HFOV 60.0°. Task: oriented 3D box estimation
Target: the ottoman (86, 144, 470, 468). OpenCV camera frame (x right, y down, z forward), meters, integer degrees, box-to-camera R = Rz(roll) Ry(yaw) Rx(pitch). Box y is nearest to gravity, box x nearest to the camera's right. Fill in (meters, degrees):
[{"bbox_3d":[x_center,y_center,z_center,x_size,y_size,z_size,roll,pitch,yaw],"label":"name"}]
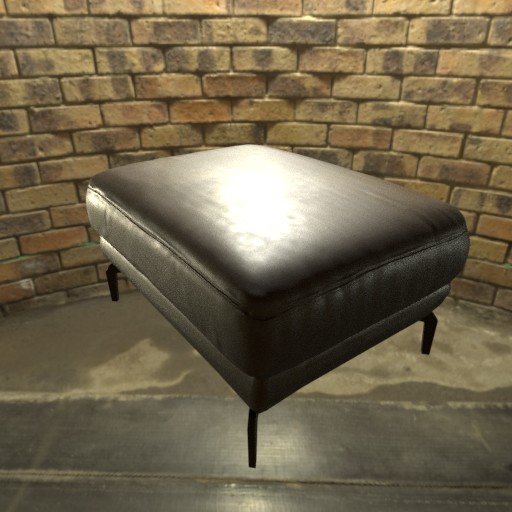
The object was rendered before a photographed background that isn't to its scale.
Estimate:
[{"bbox_3d":[0.000,0.000,1.060,0.570,0.402,0.764,-19,33,-32],"label":"ottoman"}]
